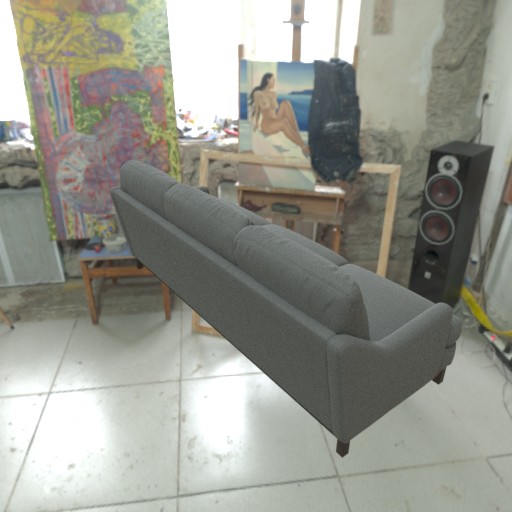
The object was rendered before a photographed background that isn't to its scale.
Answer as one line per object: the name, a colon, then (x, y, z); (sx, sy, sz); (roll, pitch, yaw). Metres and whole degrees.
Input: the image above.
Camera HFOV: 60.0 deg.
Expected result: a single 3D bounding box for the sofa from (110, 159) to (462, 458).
sofa: (0.000, 0.000, 2.835); (0.987, 0.926, 2.344); (-19, 33, -33)
